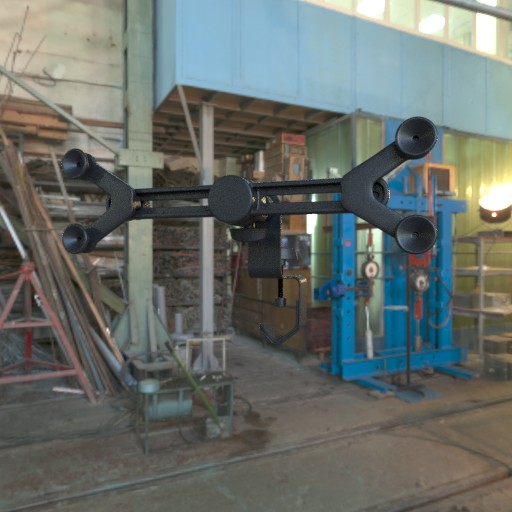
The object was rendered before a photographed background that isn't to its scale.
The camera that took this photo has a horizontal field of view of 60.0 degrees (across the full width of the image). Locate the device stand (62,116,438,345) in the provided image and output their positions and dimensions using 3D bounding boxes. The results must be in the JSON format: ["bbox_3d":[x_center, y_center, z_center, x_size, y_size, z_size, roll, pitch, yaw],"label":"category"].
[{"bbox_3d":[0.000,0.000,0.367,0.270,0.166,0.142,0,0,19],"label":"device stand"}]
